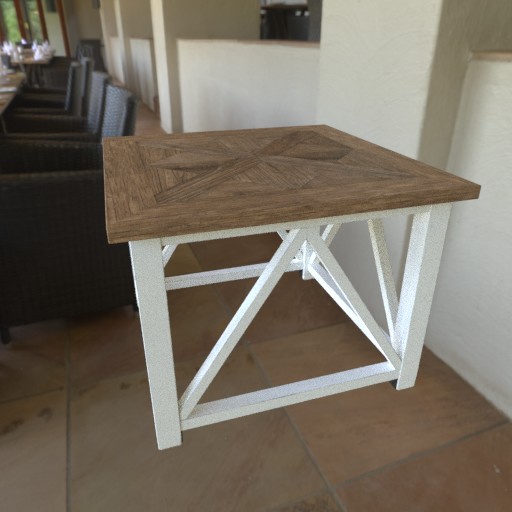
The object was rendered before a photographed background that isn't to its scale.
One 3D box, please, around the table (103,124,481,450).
[{"bbox_3d":[0.000,0.000,1.184,0.700,0.532,0.700,-8,27,-16],"label":"table"}]
